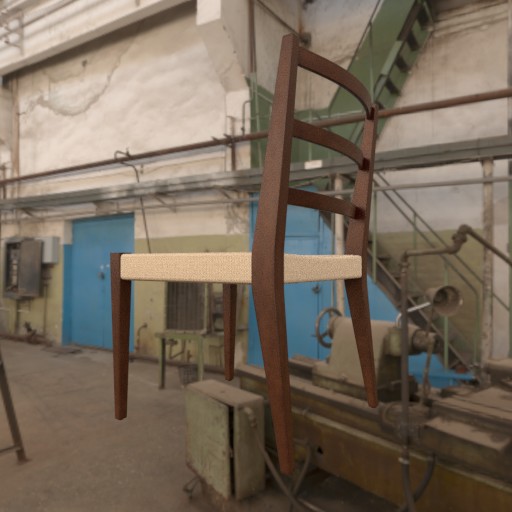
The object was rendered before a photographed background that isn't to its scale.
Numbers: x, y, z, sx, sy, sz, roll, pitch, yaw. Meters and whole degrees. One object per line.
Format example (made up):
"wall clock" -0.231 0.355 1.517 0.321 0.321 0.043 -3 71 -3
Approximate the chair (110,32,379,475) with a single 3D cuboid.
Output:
"chair" 0.000 0.000 1.137 0.551 0.813 0.480 -1 -1 35
